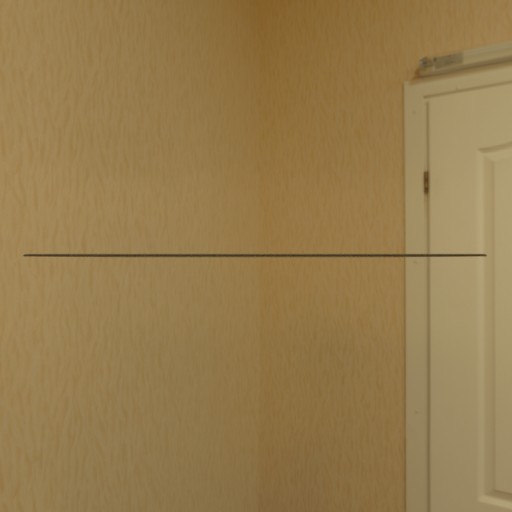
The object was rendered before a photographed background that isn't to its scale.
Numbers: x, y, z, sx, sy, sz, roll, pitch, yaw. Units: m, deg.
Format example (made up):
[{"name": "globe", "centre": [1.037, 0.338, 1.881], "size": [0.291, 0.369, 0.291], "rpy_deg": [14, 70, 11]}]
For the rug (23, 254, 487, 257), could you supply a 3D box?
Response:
[{"name": "rug", "centre": [0.000, 0.000, 2.789], "size": [2.133, 0.012, 1.523], "rpy_deg": [0, 0, 1]}]
